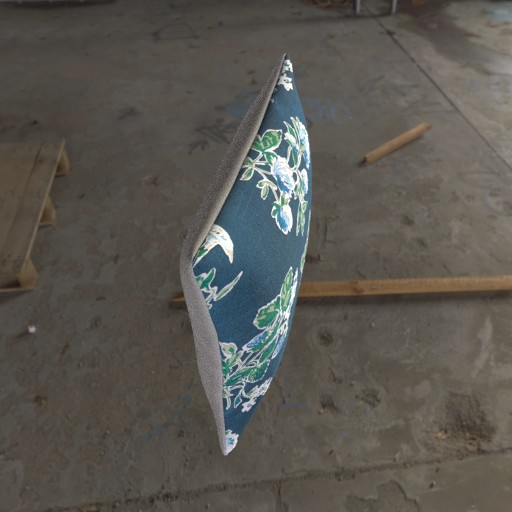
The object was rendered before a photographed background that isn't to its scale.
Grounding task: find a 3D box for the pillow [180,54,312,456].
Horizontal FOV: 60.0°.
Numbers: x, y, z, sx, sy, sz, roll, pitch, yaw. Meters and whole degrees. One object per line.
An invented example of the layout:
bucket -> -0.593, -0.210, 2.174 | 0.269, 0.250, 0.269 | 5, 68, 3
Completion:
pillow -> 0.000, 0.000, 0.792 | 0.166, 0.508, 0.525 | 9, 47, 9
